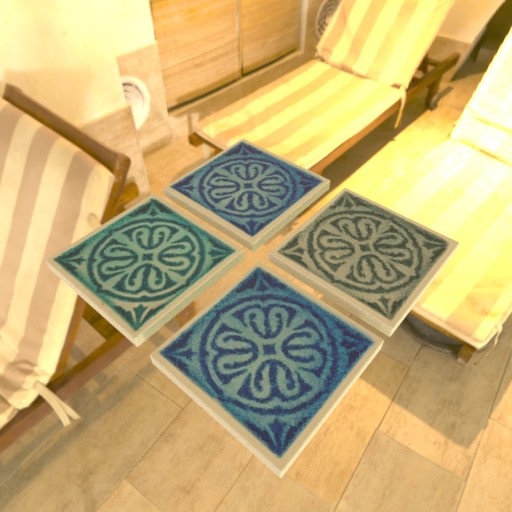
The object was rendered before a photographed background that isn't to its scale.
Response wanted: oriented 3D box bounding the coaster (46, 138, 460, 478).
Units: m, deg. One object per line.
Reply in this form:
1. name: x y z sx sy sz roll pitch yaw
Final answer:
1. coaster: 0.000 0.000 0.329 0.219 0.010 0.214 32 55 27
